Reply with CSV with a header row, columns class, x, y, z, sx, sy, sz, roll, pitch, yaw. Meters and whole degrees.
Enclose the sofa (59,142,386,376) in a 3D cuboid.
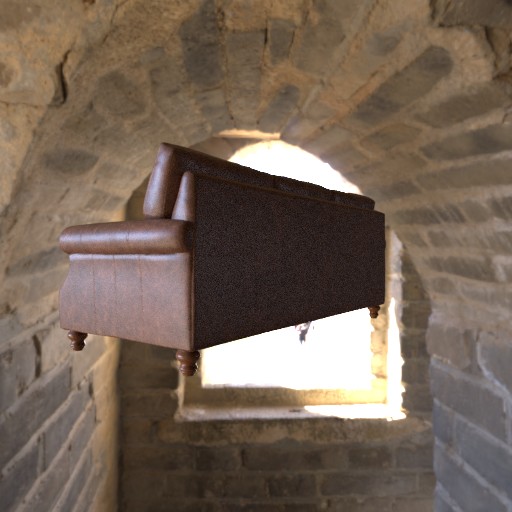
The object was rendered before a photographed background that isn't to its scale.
class,x,y,z,sx,sy,sz,roll,pitch,yaw
sofa,0.000,0.000,2.903,0.973,0.977,2.351,0,0,36
